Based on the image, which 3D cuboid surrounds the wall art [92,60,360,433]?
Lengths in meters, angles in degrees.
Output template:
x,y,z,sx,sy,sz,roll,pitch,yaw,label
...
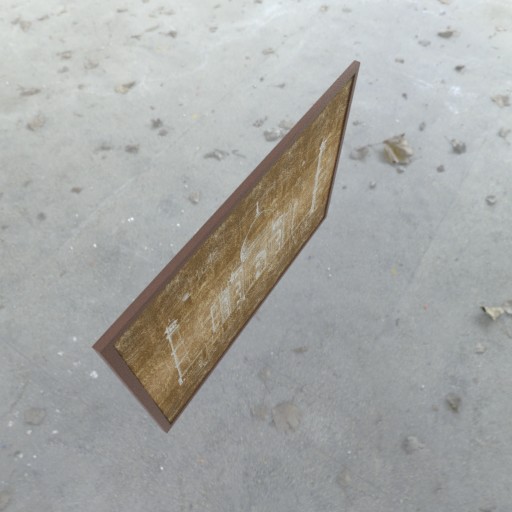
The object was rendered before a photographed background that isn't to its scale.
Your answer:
x,y,z,sx,sy,sz,roll,pitch,yaw,label
0.000,0.000,0.847,0.014,0.455,0.660,29,62,18,wall art
